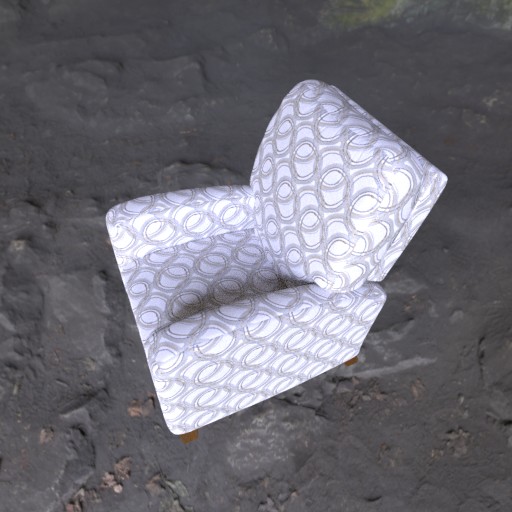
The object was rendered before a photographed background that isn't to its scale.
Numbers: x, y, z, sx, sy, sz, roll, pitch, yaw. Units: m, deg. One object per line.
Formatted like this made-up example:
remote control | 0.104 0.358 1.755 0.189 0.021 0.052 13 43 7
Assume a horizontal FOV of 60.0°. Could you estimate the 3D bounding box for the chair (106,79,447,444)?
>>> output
chair | 0.000 0.000 1.701 0.995 1.065 0.796 -17 48 -16
